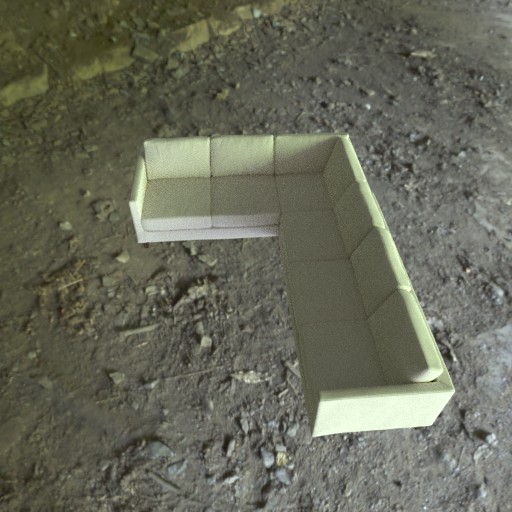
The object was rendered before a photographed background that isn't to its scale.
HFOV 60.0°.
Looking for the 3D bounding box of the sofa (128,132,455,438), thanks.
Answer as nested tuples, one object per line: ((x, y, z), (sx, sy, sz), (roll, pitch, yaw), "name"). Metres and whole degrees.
((0.000, 0.000, 4.145), (2.432, 0.863, 3.182), (-3, 46, -3), "sofa")
